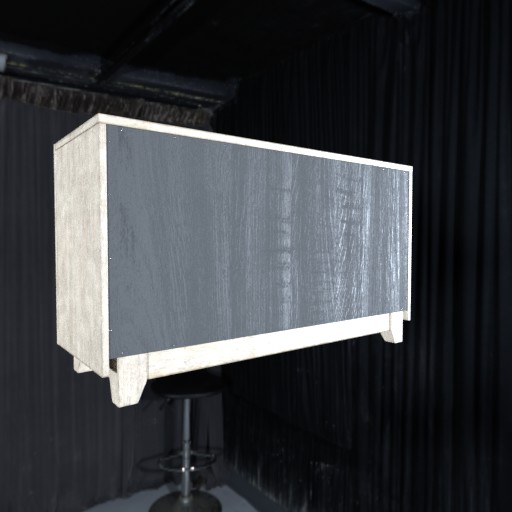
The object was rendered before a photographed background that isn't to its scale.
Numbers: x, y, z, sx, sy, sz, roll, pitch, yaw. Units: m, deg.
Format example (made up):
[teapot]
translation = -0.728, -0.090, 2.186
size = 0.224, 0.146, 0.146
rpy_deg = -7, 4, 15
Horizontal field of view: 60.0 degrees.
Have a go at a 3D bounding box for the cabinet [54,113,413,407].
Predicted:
[cabinet]
translation = 0.000, 0.000, 1.861
size = 1.460, 0.825, 0.511
rpy_deg = -2, 3, -37
